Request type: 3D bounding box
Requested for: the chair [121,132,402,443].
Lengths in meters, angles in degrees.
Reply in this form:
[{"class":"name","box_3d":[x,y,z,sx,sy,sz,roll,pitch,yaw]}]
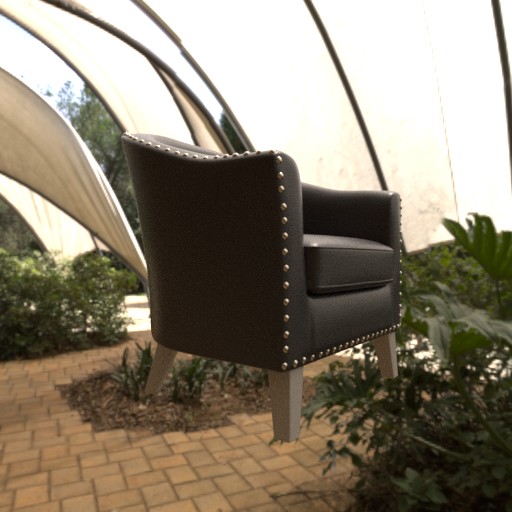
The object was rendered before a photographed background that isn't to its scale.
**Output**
[{"class":"chair","box_3d":[0.000,0.000,1.429,0.748,0.823,0.794,0,-1,37]}]
